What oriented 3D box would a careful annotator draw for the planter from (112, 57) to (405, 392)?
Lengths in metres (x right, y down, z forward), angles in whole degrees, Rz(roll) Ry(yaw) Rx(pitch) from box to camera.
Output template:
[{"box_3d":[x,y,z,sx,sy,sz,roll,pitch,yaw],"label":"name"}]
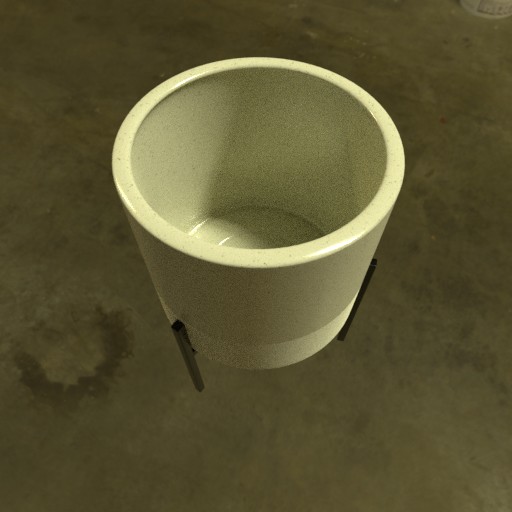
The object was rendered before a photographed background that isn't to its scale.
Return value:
[{"box_3d":[0.000,0.000,0.330,0.152,0.230,0.159,-17,59,-11],"label":"planter"}]
